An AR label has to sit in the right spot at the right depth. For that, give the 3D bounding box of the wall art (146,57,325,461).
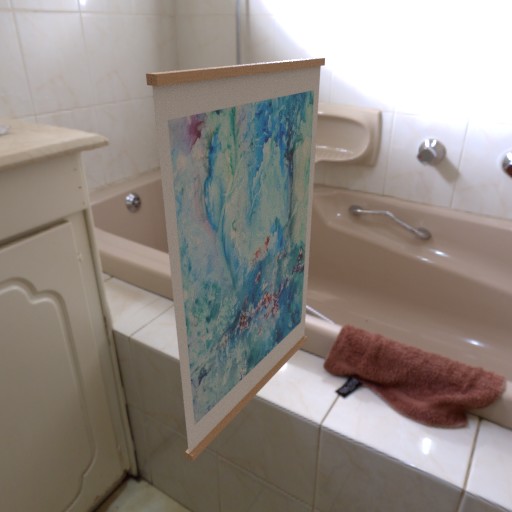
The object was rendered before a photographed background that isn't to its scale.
[{"bbox_3d":[0.000,0.000,0.641,0.013,0.510,0.335,17,32,31],"label":"wall art"}]
